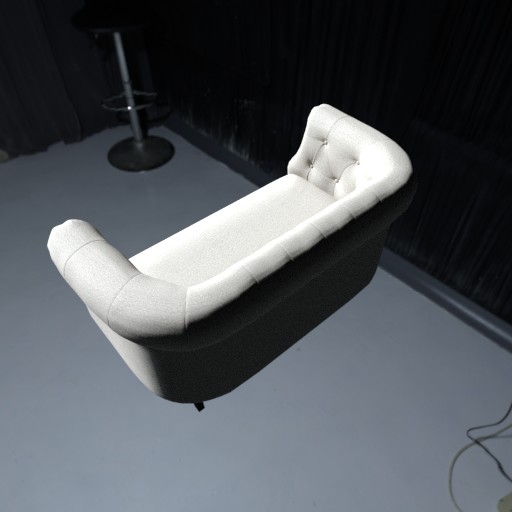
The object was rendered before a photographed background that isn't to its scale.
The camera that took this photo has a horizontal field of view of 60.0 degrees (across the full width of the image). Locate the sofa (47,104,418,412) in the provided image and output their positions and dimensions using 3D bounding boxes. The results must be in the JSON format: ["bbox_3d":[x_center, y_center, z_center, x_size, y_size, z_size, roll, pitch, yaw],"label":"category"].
[{"bbox_3d":[0.000,0.000,2.073,1.558,0.827,0.835,-32,54,-27],"label":"sofa"}]
